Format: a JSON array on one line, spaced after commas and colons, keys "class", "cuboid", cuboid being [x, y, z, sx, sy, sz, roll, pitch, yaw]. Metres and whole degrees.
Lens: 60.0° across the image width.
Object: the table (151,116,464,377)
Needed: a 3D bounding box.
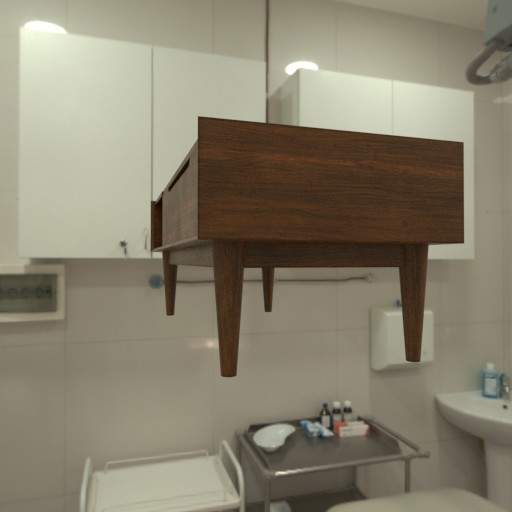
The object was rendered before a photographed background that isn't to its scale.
[{"class": "table", "cuboid": [0.000, 0.000, 1.499, 0.610, 0.508, 1.221, 0, -1, -17]}]
